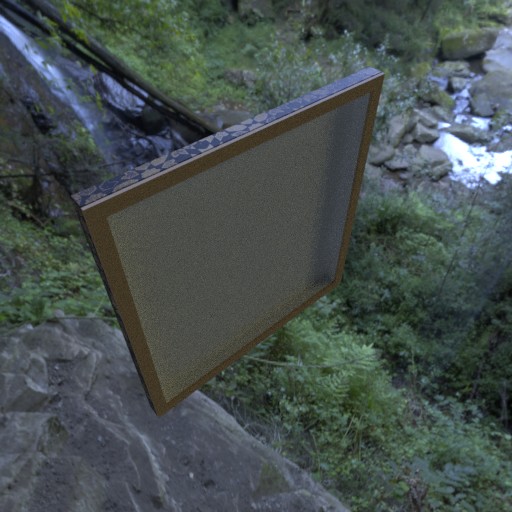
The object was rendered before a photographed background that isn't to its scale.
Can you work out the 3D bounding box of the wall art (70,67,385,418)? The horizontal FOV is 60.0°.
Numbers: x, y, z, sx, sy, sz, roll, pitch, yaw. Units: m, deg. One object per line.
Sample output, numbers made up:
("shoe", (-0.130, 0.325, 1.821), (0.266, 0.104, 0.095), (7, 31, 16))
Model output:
("wall art", (0.000, 0.000, 0.928), (0.612, 0.612, 0.038), (-32, 54, -27))
